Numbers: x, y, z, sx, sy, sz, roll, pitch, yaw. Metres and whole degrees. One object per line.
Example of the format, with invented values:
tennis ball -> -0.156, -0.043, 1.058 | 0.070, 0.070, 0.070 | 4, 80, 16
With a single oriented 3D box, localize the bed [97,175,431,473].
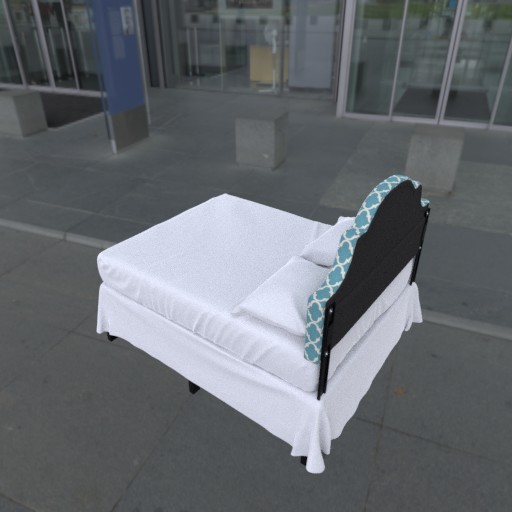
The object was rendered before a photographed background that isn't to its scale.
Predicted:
bed -> 0.000, 0.000, 3.389 | 2.222, 1.633, 1.780 | 21, 36, 31
